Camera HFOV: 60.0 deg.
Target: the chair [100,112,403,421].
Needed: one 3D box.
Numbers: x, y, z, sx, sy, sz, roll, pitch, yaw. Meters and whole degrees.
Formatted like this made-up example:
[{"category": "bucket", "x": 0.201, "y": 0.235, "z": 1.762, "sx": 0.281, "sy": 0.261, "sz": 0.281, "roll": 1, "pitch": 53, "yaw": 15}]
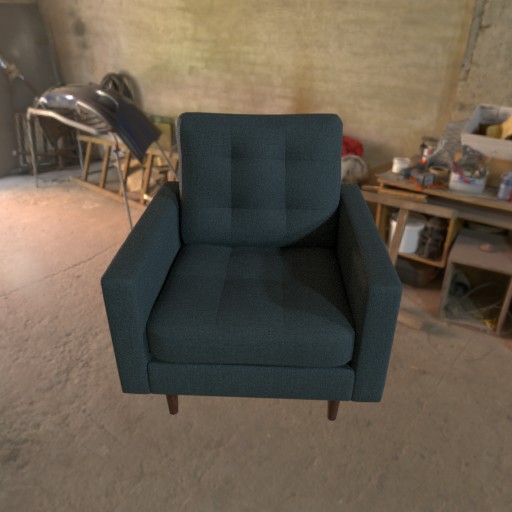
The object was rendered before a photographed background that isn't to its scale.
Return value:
[{"category": "chair", "x": 0.000, "y": 0.000, "z": 1.576, "sx": 0.821, "sy": 0.880, "sz": 0.843, "roll": 1, "pitch": 29, "yaw": 2}]
